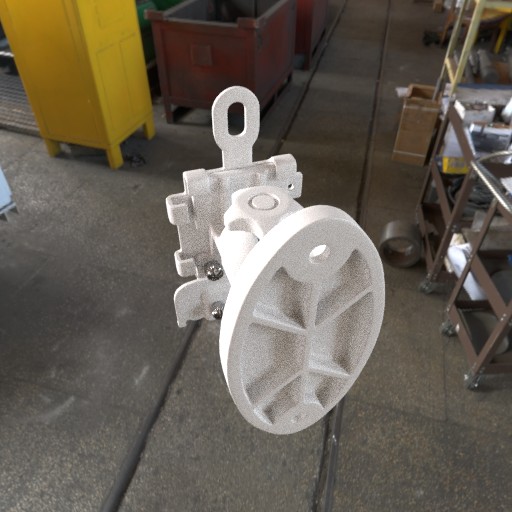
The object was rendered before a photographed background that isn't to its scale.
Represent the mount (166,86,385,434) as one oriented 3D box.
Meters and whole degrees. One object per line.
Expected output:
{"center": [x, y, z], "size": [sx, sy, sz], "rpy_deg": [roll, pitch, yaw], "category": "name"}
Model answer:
{"center": [0.000, 0.000, 0.176], "size": [0.066, 0.118, 0.100], "rpy_deg": [-13, 43, -14], "category": "mount"}
